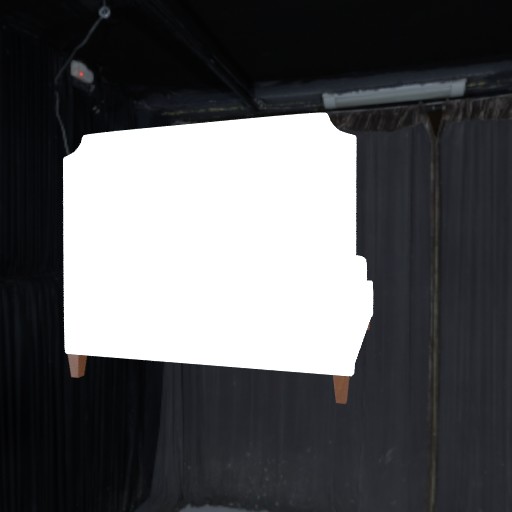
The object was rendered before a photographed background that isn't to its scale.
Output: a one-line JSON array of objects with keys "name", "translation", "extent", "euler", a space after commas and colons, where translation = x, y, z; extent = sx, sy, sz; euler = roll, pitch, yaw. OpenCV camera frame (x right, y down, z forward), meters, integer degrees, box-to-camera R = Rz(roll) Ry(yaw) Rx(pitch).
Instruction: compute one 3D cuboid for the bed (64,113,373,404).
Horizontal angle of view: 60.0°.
[{"name": "bed", "translation": [0.000, 0.000, 3.488], "extent": [1.712, 1.443, 2.365], "euler": [0, 0, 17]}]
